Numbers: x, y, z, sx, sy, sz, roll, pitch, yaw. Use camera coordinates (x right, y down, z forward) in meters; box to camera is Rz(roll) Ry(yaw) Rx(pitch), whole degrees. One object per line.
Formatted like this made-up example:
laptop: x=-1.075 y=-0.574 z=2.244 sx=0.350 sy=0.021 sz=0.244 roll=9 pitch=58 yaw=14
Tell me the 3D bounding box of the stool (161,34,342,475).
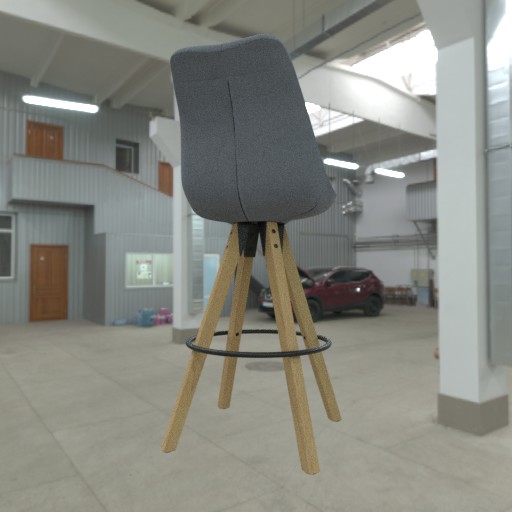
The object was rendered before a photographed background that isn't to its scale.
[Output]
stool: x=0.000 y=0.000 z=1.384 sx=0.485 sy=1.115 sz=0.550 roll=0 pitch=-2 yaw=19
